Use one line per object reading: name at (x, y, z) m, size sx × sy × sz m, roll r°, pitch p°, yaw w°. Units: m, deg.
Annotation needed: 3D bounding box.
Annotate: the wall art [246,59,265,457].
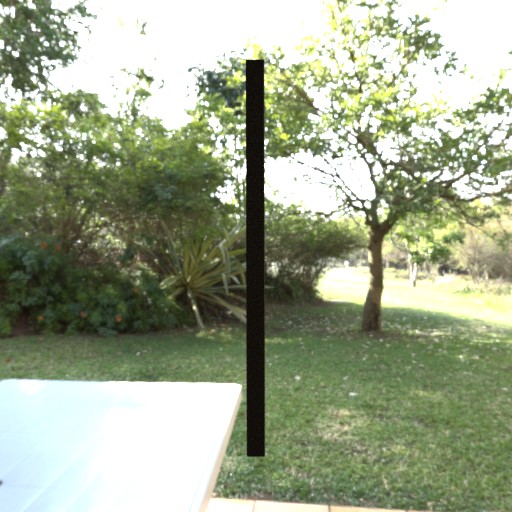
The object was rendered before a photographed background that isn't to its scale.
wall art at (0.000, 0.000, 0.557) m, size 0.016 × 0.306 × 0.432 m, roll 0°, pitch 1°, yaw 0°
